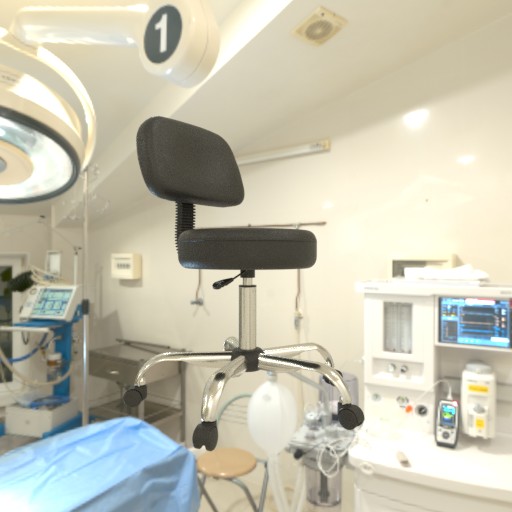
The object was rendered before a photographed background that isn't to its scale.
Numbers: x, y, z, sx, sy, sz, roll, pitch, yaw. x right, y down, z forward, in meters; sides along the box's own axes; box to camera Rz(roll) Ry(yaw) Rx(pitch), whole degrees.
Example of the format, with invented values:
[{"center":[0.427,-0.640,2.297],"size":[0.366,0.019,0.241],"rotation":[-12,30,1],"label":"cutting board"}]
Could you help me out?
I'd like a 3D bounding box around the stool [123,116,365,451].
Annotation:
[{"center":[0.000,0.000,1.286],"size":[0.648,0.862,0.673],"rotation":[0,0,36],"label":"stool"}]
